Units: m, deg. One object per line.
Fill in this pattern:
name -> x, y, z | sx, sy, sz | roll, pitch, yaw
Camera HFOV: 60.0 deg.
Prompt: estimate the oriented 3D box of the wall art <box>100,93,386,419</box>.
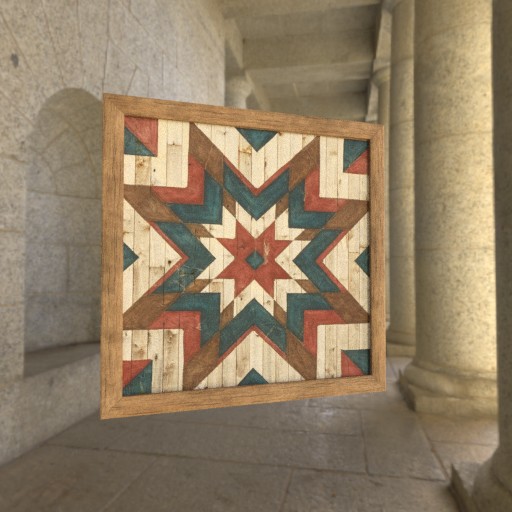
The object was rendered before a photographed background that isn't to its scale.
wall art -> 0.000, 0.000, 1.055 | 0.695, 0.691, 0.029 | 0, -1, -18
